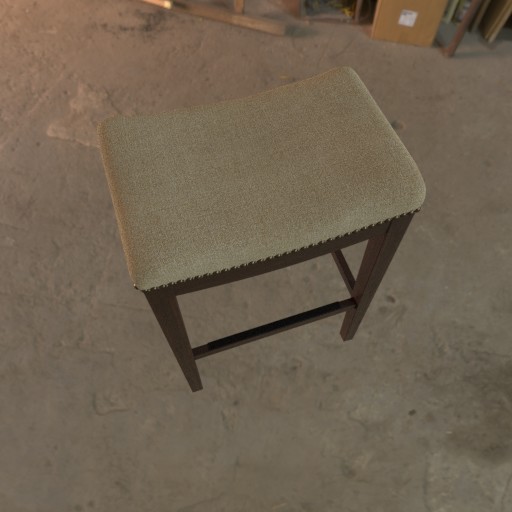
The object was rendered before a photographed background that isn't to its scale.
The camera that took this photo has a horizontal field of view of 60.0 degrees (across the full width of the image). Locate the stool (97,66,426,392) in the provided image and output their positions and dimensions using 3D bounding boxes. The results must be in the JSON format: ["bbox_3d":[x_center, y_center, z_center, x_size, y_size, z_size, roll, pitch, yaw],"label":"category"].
[{"bbox_3d":[0.000,0.000,1.072,0.509,0.768,0.363,-16,64,-8],"label":"stool"}]
